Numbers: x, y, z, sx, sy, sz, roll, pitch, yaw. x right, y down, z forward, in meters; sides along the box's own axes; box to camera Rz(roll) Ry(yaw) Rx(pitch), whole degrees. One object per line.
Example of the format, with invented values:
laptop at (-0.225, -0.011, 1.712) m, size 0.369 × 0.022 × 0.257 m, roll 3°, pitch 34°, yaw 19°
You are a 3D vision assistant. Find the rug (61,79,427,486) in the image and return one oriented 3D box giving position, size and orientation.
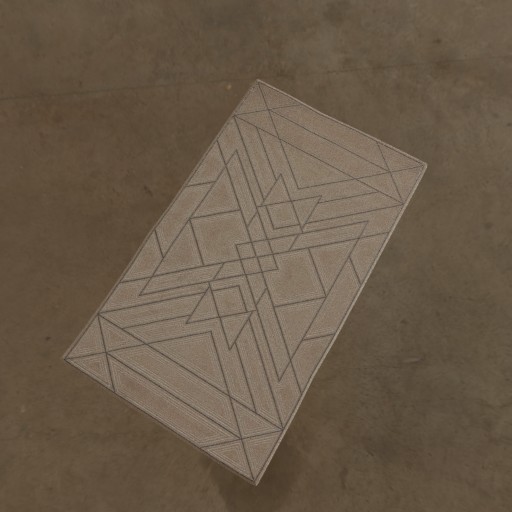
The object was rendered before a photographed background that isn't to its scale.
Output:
rug at (0.000, 0.000, 1.064) m, size 0.511 × 0.008 × 0.869 m, roll 30°, pitch 76°, yaw 8°
